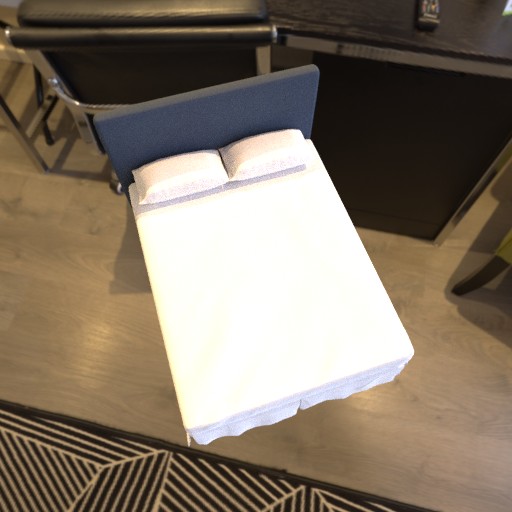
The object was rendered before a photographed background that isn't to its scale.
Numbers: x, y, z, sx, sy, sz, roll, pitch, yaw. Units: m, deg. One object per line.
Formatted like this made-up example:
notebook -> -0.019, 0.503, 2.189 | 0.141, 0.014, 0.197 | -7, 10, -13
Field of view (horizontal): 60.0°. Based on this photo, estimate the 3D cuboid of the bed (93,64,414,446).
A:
bed -> 0.000, 0.000, 3.258 | 1.713, 1.330, 2.162 | -16, 64, -8
